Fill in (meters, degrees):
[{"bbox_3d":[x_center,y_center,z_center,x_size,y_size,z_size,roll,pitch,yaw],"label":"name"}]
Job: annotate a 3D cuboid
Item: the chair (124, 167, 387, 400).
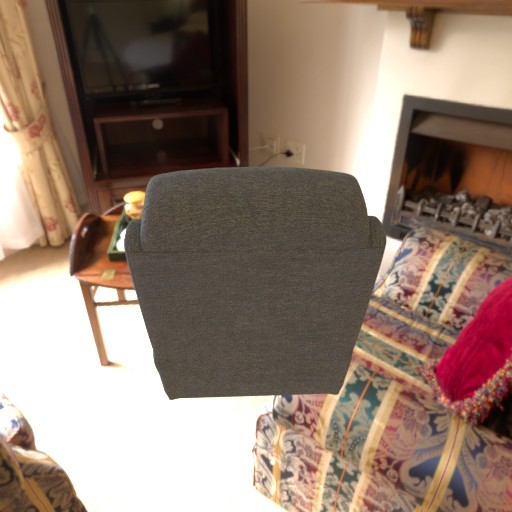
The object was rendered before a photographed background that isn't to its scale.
[{"bbox_3d":[0.000,0.000,1.730,0.798,1.013,1.043,-1,32,-2],"label":"chair"}]
